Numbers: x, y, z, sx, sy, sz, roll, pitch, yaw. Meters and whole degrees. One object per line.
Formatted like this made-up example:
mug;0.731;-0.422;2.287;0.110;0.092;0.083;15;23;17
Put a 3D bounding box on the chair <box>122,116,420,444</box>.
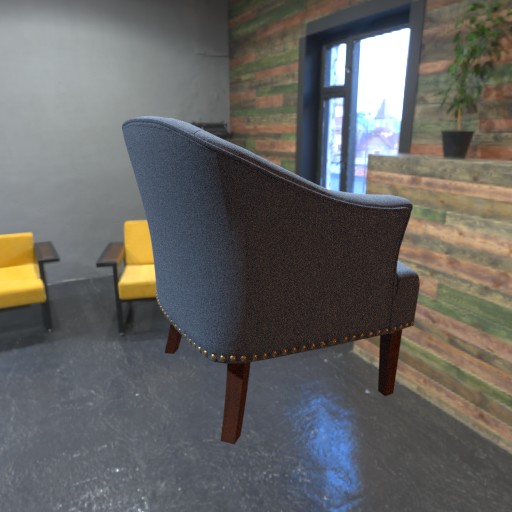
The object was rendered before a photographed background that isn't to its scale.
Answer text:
chair;0.000;0.000;1.377;0.704;0.815;0.772;-8;17;-25
